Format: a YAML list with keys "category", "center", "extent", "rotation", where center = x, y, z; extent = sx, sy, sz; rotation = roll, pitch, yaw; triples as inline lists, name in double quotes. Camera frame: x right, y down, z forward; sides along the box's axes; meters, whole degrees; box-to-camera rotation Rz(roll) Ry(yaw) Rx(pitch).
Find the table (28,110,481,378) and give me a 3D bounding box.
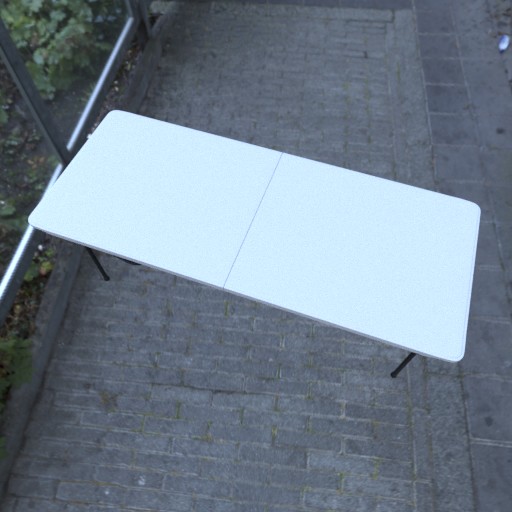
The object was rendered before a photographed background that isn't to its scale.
- category: "table"
  center: [0.000, 0.000, 2.218]
  extent: [1.829, 0.719, 0.761]
  rotation: [17, 60, 10]
